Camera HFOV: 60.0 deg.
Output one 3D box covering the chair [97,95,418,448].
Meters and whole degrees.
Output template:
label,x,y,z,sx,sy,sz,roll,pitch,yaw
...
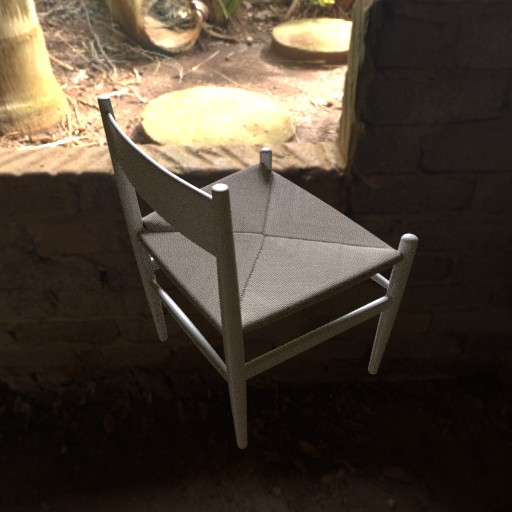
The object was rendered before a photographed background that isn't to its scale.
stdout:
label,x,y,z,sx,sy,sz,roll,pitch,yaw
chair,0.000,0.000,1.097,0.495,0.762,0.556,-26,46,-27
